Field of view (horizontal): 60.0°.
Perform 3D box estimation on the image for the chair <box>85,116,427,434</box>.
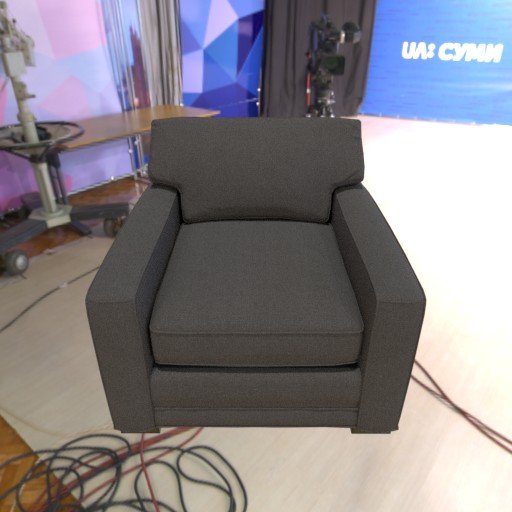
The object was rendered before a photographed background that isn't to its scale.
[{"bbox_3d":[0.000,0.000,1.767,0.997,0.913,1.043,0,30,0],"label":"chair"}]
